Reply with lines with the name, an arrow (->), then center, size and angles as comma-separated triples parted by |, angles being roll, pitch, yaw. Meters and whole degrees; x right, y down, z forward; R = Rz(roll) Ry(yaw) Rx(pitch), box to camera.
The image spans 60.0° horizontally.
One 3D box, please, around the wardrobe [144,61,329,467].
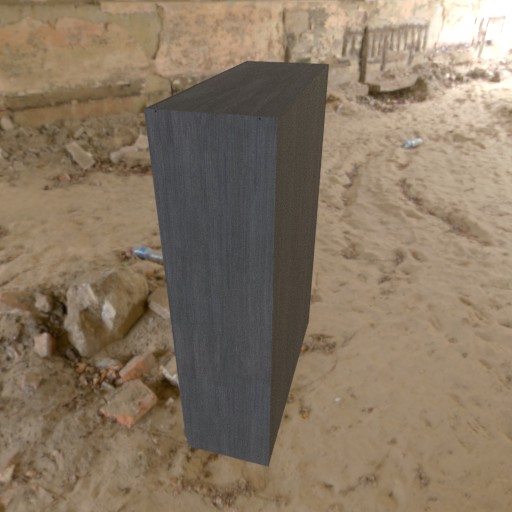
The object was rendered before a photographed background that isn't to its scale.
wardrobe -> 0.000, 0.000, 2.567 | 0.510, 1.910, 1.290 | 8, 32, 13
